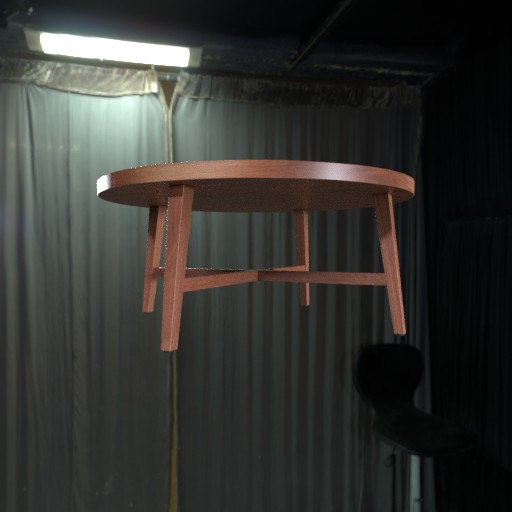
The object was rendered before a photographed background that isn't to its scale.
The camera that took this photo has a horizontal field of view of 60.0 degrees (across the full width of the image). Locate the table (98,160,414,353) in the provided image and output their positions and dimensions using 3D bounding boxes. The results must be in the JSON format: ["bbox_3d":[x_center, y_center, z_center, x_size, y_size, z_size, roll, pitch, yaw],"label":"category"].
[{"bbox_3d":[0.000,0.000,1.193,0.800,0.360,0.800,0,1,0],"label":"table"}]
